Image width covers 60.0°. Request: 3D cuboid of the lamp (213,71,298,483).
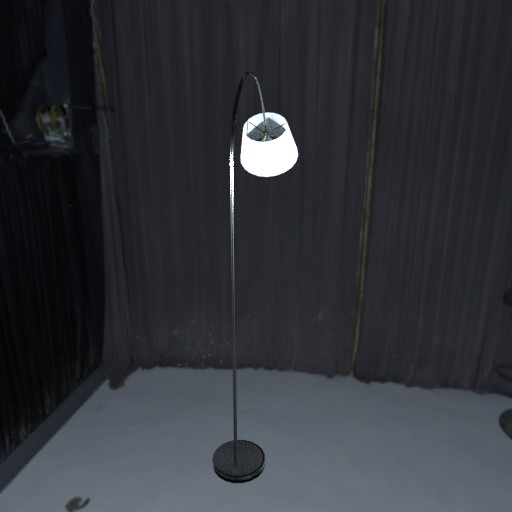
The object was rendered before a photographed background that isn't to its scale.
[{"bbox_3d":[0.000,0.000,2.745,0.406,2.098,1.445,3,16,9],"label":"lamp"}]
